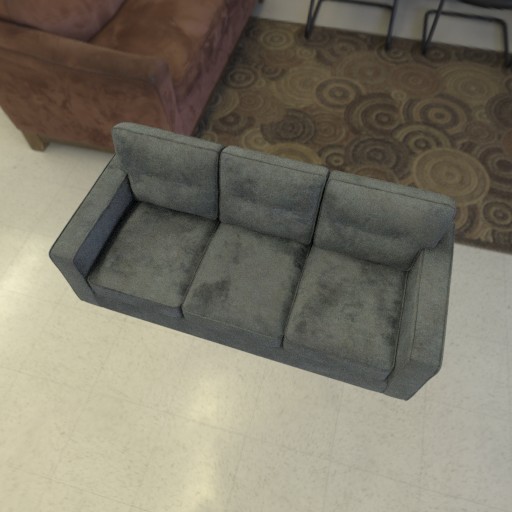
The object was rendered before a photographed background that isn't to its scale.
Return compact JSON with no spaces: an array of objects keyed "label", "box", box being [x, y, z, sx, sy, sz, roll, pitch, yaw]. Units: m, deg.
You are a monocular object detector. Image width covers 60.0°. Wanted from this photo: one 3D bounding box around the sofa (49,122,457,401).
[{"label":"sofa","box":[0.000,0.000,2.613,2.133,0.965,0.939,15,59,9]}]
